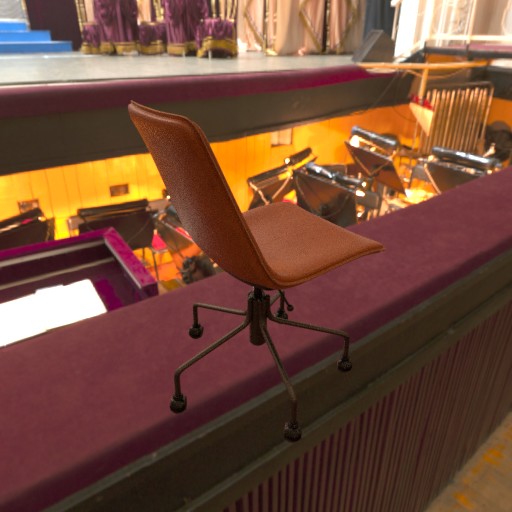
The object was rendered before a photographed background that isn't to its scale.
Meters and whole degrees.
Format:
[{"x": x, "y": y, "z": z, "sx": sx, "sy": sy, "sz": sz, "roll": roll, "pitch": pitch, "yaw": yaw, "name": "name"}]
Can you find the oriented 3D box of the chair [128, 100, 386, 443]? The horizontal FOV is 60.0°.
[{"x": 0.000, "y": 0.000, "z": 1.350, "sx": 0.660, "sy": 0.920, "sz": 0.651, "roll": -18, "pitch": 33, "yaw": -31, "name": "chair"}]
